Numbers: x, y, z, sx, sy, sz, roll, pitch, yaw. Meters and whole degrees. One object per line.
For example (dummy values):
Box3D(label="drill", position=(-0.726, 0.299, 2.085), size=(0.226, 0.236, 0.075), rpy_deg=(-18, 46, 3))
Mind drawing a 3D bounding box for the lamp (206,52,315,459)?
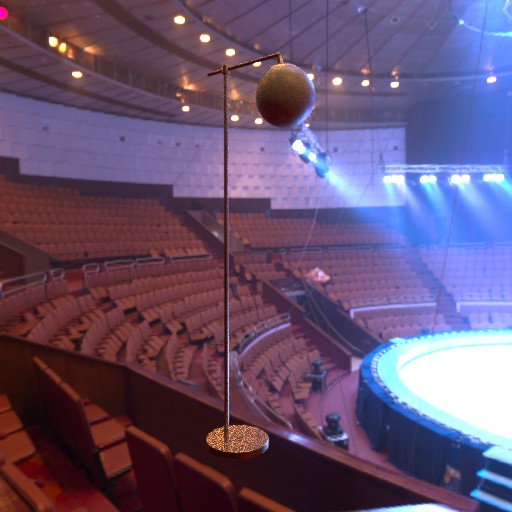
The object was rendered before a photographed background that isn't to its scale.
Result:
Box3D(label="lamp", position=(0.000, 0.000, 1.696), size=(0.476, 1.505, 0.249), rpy_deg=(1, 2, 35))
